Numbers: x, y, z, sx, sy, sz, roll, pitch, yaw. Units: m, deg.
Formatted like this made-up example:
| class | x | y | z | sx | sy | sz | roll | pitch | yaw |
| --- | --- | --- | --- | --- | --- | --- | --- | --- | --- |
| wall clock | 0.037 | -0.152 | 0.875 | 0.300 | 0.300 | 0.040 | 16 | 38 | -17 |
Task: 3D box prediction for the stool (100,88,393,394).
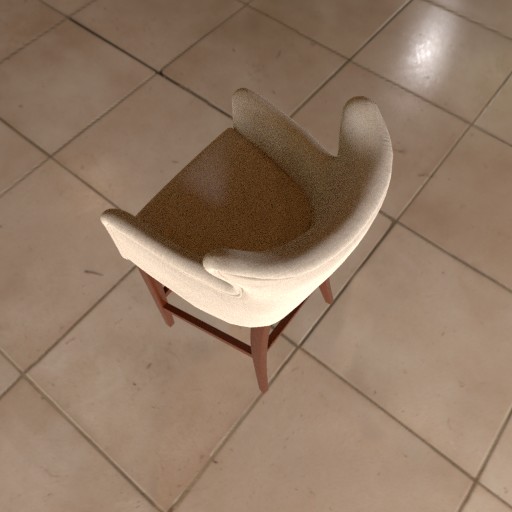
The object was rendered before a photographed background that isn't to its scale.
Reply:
| class | x | y | z | sx | sy | sz | roll | pitch | yaw |
| --- | --- | --- | --- | --- | --- | --- | --- | --- | --- |
| stool | 0.000 | 0.000 | 1.380 | 0.563 | 1.034 | 0.556 | 35 | 68 | 16 |
